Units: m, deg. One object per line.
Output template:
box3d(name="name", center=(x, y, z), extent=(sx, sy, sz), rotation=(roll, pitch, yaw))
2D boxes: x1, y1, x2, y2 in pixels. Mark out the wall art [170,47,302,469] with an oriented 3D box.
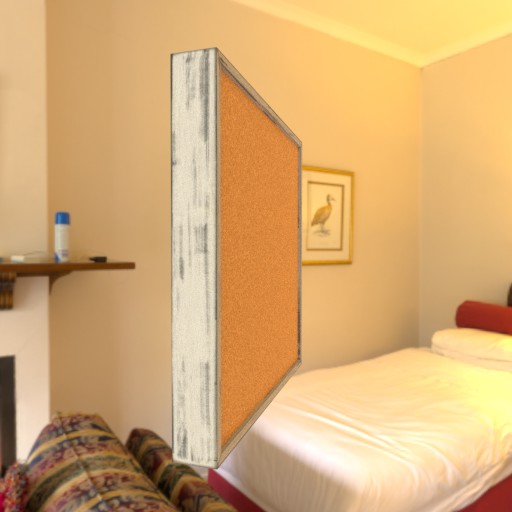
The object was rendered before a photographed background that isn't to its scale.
box3d(name="wall art", center=(0.000, 0.000, 0.468), extent=(0.036, 0.303, 0.303), rotation=(0, 1, 17))
